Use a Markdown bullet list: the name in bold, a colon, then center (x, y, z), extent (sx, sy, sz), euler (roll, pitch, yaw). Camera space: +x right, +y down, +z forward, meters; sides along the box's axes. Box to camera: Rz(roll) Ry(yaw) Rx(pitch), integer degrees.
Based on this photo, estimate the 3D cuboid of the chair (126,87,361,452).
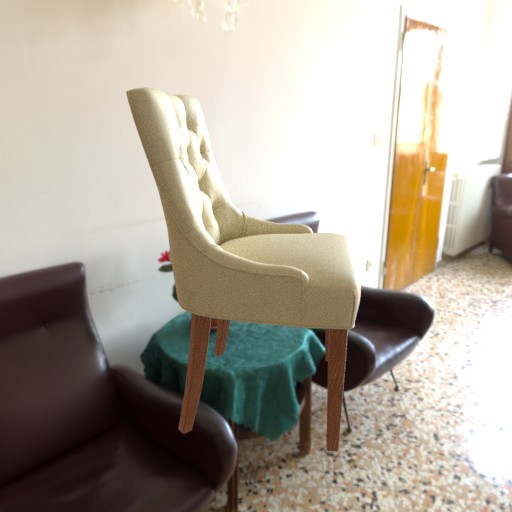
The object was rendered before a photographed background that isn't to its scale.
- **chair**: center (0.000, 0.000, 1.251), extent (0.565, 0.874, 0.509), euler (2, 17, 8)
